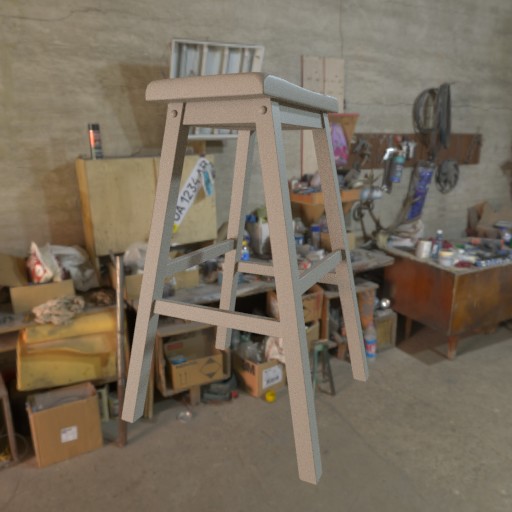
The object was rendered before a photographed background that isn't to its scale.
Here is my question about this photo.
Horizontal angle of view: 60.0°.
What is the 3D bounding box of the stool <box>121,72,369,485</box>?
[{"bbox_3d":[0.000,0.000,1.046,0.476,0.737,0.457,7,15,25],"label":"stool"}]
